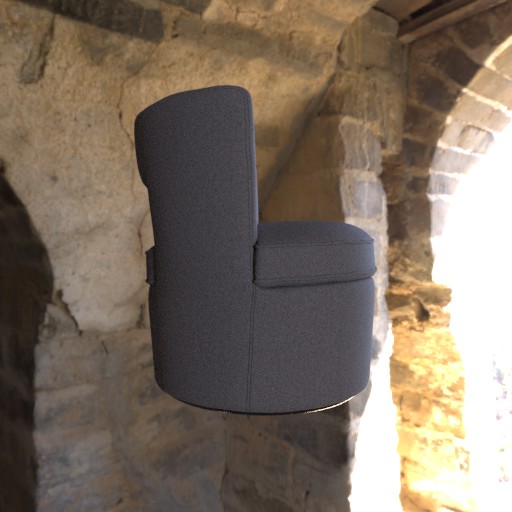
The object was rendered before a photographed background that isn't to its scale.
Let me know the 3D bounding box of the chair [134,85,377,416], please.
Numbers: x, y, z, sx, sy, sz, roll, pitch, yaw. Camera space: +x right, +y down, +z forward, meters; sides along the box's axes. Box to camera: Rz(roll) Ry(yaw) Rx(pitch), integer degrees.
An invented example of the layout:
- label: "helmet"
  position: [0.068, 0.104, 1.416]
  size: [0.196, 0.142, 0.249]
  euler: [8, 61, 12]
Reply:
- label: "chair"
  position: [0.000, 0.000, 1.251]
  size: [0.660, 0.719, 0.689]
  euler: [0, 0, 1]
